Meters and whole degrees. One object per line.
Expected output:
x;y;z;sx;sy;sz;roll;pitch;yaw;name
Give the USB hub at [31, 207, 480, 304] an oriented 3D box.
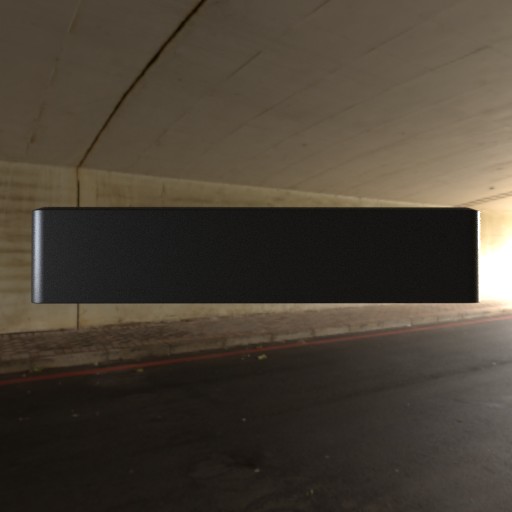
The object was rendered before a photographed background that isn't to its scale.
0.000;0.000;0.127;0.110;0.023;0.044;0;-1;0;USB hub
